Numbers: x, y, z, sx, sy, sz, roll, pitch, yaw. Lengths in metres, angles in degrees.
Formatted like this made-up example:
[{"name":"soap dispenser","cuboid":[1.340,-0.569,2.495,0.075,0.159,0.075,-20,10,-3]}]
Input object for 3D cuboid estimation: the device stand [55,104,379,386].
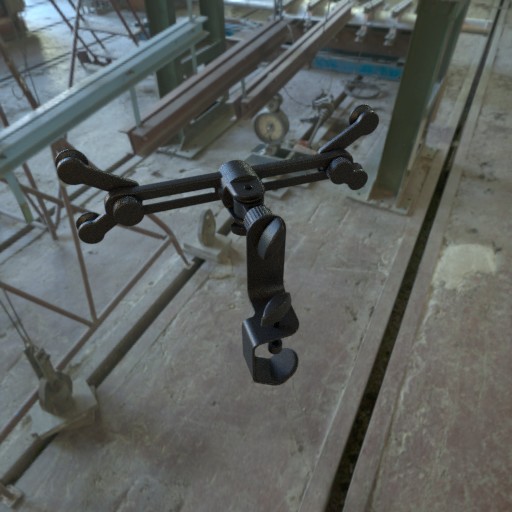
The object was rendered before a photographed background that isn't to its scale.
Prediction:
[{"name":"device stand","cuboid":[0.000,0.000,0.364,0.270,0.166,0.142,-13,43,-14]}]
